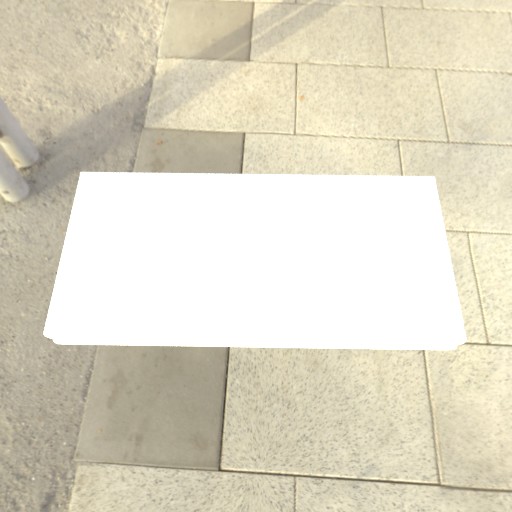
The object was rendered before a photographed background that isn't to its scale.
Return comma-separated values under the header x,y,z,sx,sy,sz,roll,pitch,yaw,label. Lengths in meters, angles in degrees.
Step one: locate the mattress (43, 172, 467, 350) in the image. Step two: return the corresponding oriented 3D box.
x,y,z,sx,sy,sz,roll,pitch,yaw,label
0.000,0.000,2.248,1.900,0.200,0.900,1,64,0,mattress
